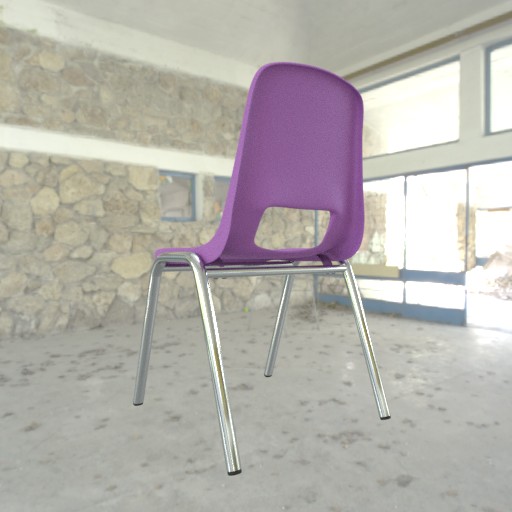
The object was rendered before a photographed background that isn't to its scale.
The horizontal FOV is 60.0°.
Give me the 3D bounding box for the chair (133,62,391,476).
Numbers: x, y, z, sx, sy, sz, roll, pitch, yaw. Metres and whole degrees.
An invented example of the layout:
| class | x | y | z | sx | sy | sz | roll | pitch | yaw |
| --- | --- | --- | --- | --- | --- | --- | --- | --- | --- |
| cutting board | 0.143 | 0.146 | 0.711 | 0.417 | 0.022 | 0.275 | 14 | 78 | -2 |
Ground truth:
| class | x | y | z | sx | sy | sz | roll | pitch | yaw |
| --- | --- | --- | --- | --- | --- | --- | --- | --- | --- |
| chair | 0.000 | 0.000 | 0.698 | 0.291 | 0.493 | 0.301 | -1 | 1 | -37 |
